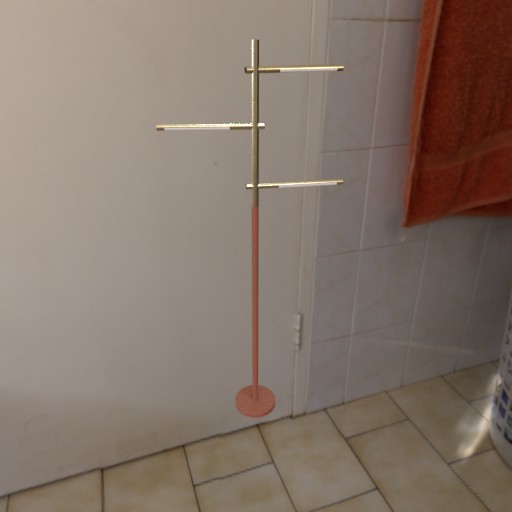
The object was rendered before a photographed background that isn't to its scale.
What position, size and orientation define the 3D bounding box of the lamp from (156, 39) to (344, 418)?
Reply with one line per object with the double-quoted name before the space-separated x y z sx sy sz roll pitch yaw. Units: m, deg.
"lamp" 0.000 0.000 1.942 0.737 1.704 0.209 -8 27 -16
